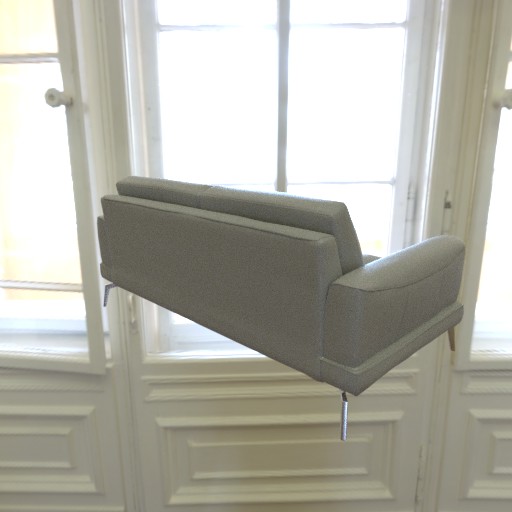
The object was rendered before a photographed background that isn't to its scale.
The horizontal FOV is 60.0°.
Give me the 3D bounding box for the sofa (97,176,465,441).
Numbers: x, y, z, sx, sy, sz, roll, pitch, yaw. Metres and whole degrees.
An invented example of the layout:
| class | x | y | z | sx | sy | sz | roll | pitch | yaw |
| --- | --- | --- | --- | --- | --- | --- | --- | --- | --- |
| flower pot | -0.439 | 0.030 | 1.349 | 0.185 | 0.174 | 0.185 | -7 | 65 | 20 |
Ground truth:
| class | x | y | z | sx | sy | sz | roll | pitch | yaw |
| --- | --- | --- | --- | --- | --- | --- | --- | --- | --- |
| sofa | 0.000 | 0.000 | 2.737 | 1.121 | 0.930 | 2.177 | -15 | 21 | -43 |
